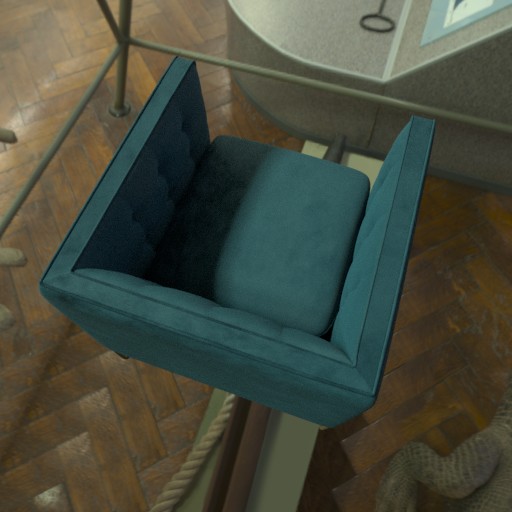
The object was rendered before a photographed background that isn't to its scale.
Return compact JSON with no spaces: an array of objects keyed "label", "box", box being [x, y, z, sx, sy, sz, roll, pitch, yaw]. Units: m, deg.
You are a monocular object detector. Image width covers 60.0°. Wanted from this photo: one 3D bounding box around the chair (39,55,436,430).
[{"label":"chair","box":[0.000,0.000,1.546,0.880,0.790,0.894,17,65,8]}]
